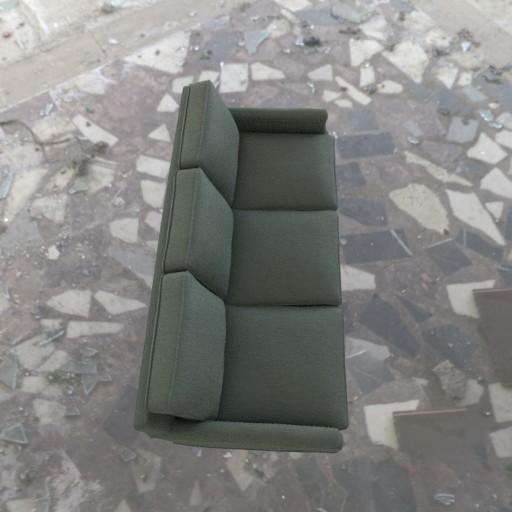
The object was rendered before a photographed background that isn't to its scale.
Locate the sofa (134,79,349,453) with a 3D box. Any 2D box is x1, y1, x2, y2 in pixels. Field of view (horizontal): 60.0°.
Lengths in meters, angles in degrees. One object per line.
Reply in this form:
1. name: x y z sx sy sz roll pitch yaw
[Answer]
1. sofa: 0.000 0.000 2.816 1.084 1.003 2.246 2 65 1
